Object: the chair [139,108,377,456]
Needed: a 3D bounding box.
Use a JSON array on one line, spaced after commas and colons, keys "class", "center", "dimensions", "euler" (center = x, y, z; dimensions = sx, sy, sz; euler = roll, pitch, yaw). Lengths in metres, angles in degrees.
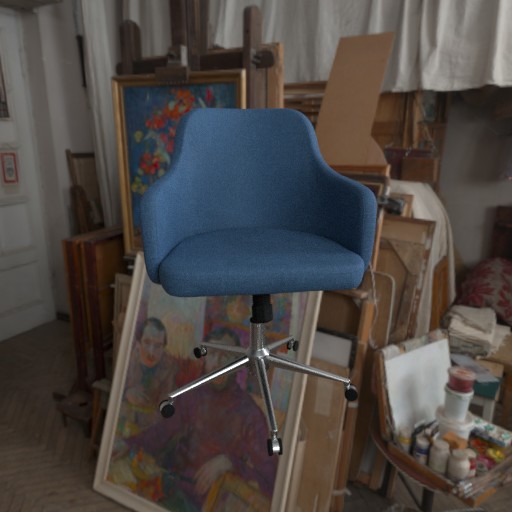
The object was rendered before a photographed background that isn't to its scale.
[{"class": "chair", "center": [0.000, 0.000, 1.254], "dimensions": [0.599, 0.820, 0.655], "euler": [-2, 16, -8]}]
